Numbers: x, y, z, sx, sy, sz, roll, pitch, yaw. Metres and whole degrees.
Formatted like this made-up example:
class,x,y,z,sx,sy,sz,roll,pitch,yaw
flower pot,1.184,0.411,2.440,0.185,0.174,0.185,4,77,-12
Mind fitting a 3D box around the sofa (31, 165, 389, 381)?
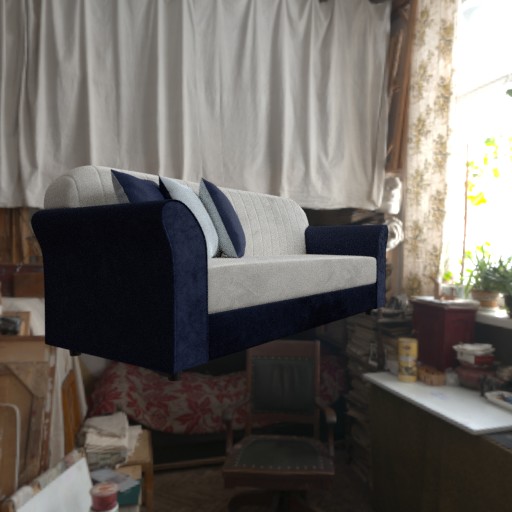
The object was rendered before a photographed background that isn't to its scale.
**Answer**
class,x,y,z,sx,sy,sz,roll,pitch,yaw
sofa,0.000,0.000,2.347,0.749,0.789,2.006,1,1,35
